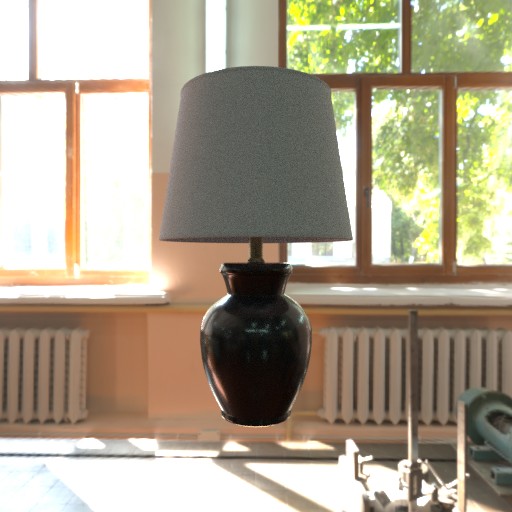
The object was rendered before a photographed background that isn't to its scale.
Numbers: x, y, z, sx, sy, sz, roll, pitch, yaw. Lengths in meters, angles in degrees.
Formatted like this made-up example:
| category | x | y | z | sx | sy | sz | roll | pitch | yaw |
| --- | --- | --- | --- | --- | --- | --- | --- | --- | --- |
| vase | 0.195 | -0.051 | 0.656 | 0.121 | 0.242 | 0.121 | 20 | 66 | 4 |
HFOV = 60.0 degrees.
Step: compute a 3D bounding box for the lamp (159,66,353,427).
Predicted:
| category | x | y | z | sx | sy | sz | roll | pitch | yaw |
| --- | --- | --- | --- | --- | --- | --- | --- | --- | --- |
| lamp | 0.000 | 0.000 | 0.559 | 0.239 | 0.399 | 0.239 | 0 | 0 | 0 |
